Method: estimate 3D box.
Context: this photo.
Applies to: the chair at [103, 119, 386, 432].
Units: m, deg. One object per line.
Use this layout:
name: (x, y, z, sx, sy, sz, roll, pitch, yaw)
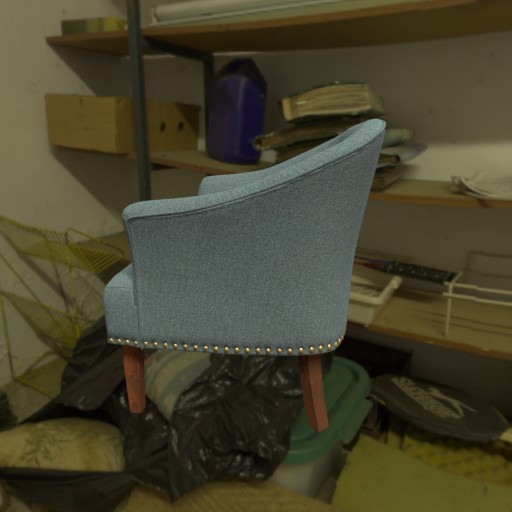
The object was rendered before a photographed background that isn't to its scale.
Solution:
chair: (0.000, 0.000, 1.385, 0.704, 0.815, 0.772, 2, 15, 9)
